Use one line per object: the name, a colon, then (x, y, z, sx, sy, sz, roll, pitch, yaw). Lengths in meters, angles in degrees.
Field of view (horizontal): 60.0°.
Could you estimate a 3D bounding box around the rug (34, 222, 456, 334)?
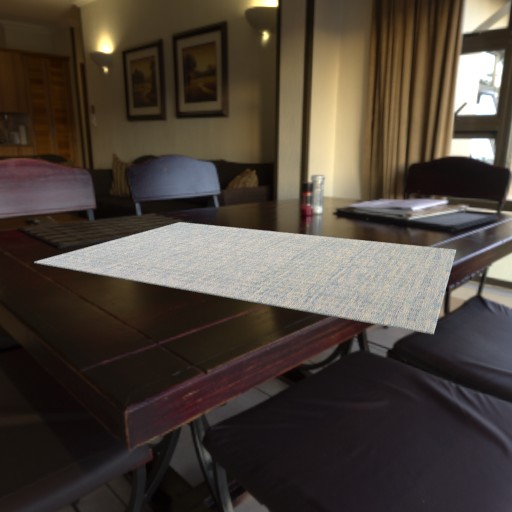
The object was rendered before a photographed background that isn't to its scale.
rug: (0.000, 0.000, 2.190, 1.752, 0.006, 1.142, 7, 16, 26)
